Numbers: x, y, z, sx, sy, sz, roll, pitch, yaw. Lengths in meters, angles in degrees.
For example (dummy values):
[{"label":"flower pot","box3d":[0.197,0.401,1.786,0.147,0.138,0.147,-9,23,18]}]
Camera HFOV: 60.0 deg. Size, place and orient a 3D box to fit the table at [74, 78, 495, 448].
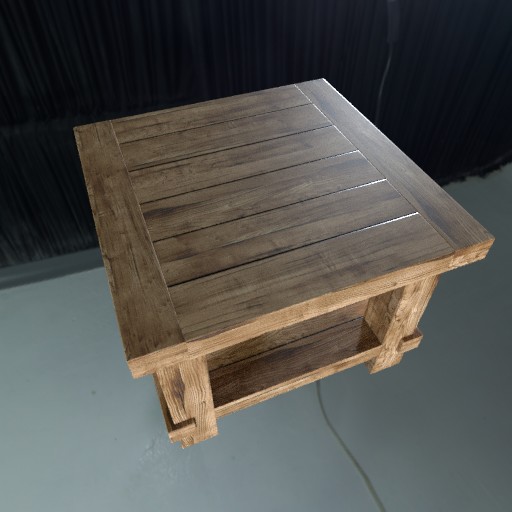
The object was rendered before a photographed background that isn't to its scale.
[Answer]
[{"label":"table","box3d":[0.000,0.000,1.016,0.610,0.457,0.610,-17,50,-15]}]
